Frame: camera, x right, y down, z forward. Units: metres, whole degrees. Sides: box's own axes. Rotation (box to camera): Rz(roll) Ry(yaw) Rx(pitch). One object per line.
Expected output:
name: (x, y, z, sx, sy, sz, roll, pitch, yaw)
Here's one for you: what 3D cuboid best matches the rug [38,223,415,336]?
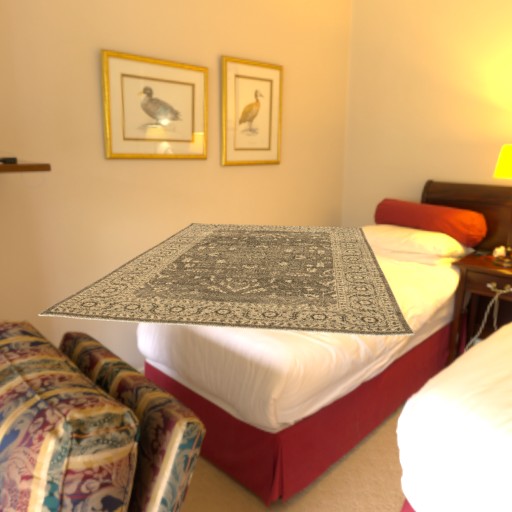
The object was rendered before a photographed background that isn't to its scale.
rug: (0.000, 0.000, 2.260, 1.209, 0.019, 1.828, 2, 14, 8)
